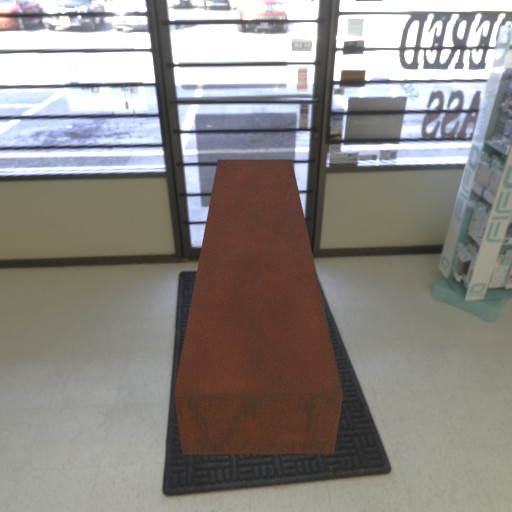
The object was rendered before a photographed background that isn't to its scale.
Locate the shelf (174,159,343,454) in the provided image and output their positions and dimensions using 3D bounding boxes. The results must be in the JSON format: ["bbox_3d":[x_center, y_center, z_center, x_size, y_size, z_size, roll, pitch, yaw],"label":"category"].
[{"bbox_3d":[0.000,0.000,0.678,0.152,0.088,0.607,0,32,0],"label":"shelf"}]
